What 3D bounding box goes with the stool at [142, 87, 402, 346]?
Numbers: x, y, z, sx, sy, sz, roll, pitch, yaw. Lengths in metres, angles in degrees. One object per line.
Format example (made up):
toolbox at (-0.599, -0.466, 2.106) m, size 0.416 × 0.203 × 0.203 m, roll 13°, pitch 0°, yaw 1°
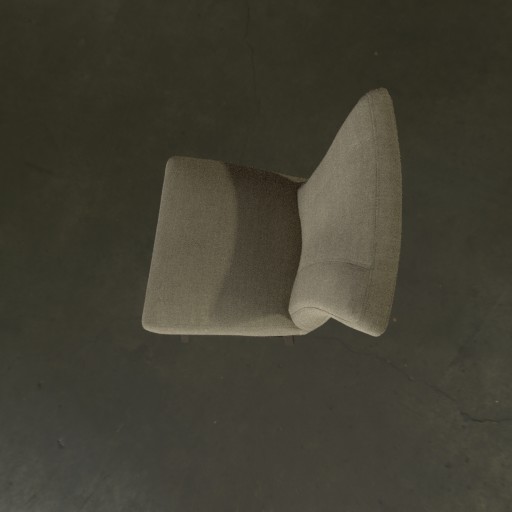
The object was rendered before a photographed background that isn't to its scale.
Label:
stool at (0.000, 0.000, 1.321) m, size 0.574 × 1.000 × 0.514 m, roll 5°, pitch 75°, yaw 1°
